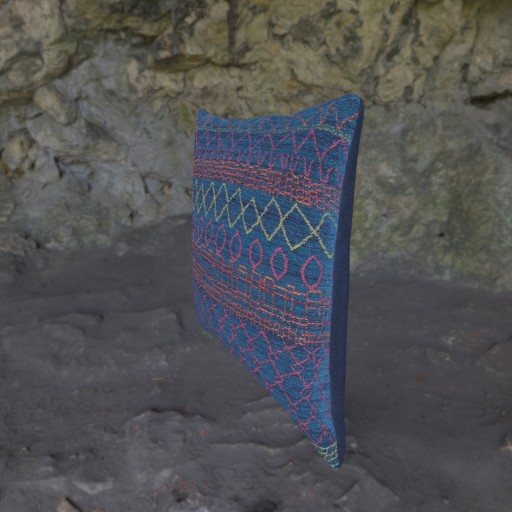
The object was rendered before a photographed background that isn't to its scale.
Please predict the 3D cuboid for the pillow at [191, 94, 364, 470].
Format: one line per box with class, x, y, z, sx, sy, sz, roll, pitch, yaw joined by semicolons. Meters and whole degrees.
pillow;0.000;0.000;0.653;0.141;0.431;0.431;-8;17;-26
